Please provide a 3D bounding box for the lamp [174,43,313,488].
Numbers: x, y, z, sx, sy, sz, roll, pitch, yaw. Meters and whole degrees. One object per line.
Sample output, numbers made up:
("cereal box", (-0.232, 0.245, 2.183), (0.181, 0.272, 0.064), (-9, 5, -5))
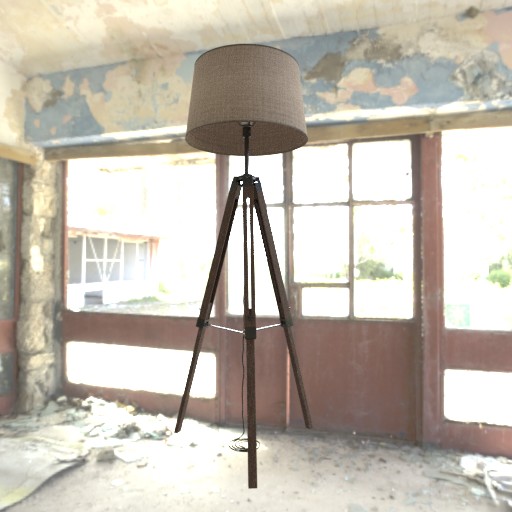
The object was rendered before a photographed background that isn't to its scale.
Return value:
("lamp", (0.000, 0.000, 1.810), (0.587, 1.510, 0.604), (1, -1, -36))
